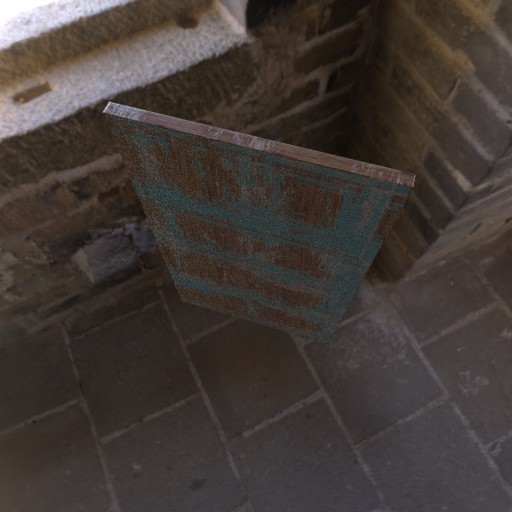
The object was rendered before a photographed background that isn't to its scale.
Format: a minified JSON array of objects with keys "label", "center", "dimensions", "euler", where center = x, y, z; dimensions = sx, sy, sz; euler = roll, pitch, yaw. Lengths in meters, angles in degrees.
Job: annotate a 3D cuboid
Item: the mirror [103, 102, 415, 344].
[{"label":"mirror","center":[0.000,0.000,1.527],"dimensions":[0.707,1.213,0.083],"euler":[15,65,7]}]
